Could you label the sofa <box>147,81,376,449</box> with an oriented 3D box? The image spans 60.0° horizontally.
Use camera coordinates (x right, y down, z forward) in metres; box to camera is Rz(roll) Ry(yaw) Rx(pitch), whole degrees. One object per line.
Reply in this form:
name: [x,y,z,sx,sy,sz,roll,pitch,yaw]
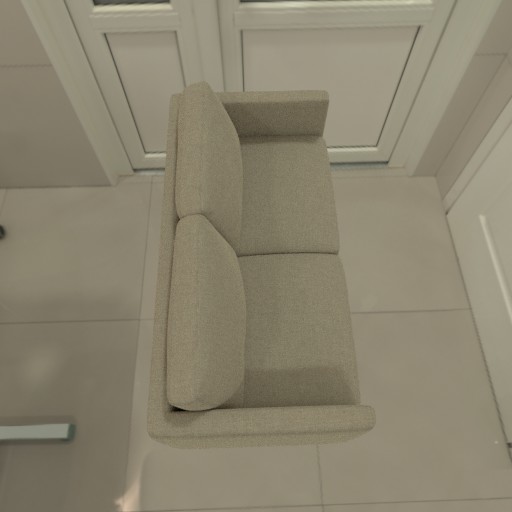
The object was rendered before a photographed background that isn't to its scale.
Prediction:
sofa: [0.000,0.000,2.416,0.951,0.947,1.884,-2,63,-1]
